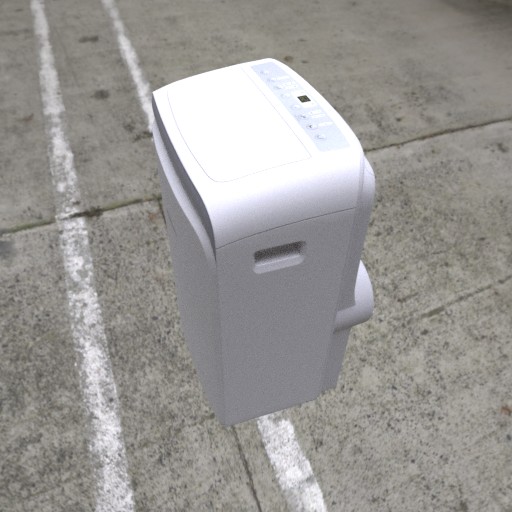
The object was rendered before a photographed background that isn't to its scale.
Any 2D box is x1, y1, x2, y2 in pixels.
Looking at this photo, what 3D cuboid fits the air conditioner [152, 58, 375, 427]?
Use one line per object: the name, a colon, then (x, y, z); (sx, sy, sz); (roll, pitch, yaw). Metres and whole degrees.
air conditioner: (0.000, 0.000, 0.968); (0.365, 0.700, 0.454); (-16, 49, -14)
